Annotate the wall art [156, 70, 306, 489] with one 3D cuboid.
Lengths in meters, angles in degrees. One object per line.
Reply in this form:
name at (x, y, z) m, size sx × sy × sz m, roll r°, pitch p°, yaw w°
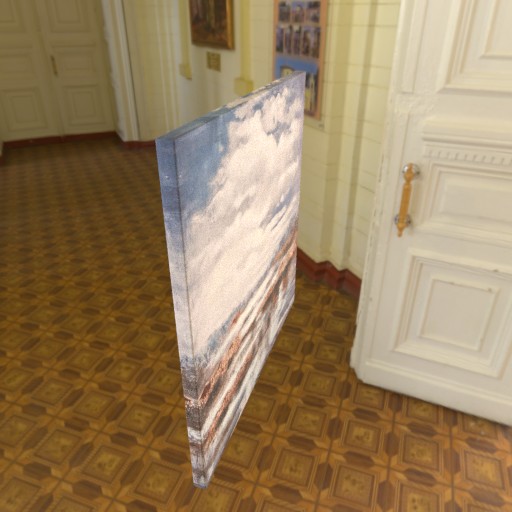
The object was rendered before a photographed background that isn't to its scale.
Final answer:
wall art at (0.000, 0.000, 1.459) m, size 0.040 × 1.020 × 1.010 m, roll 10°, pitch 31°, yaw 16°
